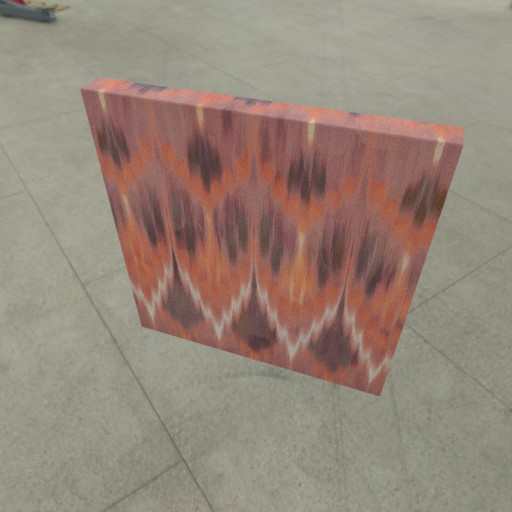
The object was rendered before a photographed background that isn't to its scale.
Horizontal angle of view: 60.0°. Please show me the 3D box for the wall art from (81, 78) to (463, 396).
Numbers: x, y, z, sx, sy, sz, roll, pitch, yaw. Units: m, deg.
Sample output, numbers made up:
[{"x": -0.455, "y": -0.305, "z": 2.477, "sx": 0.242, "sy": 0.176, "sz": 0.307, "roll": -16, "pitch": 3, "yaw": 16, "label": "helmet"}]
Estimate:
[{"x": 0.000, "y": 0.000, "z": 0.588, "sx": 0.403, "sy": 0.406, "sz": 0.038, "roll": 13, "pitch": 42, "yaw": 15, "label": "wall art"}]
